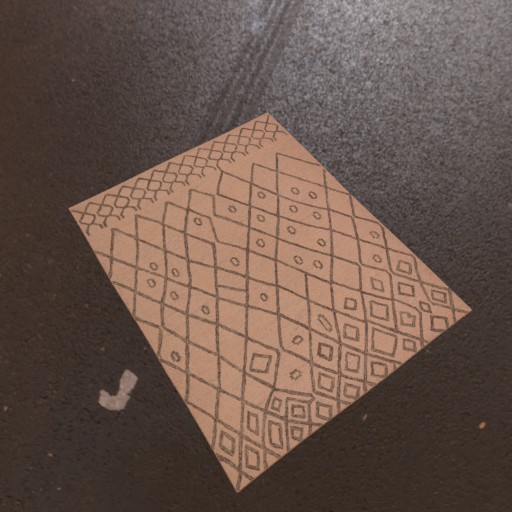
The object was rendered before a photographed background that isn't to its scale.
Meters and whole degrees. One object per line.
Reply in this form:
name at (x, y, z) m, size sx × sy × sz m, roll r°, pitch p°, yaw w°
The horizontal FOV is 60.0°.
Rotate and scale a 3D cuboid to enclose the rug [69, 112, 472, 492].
rug at (0.000, 0.000, 4.123) m, size 2.446 × 0.015 × 3.046 m, roll -31°, pitch 63°, yaw -17°
